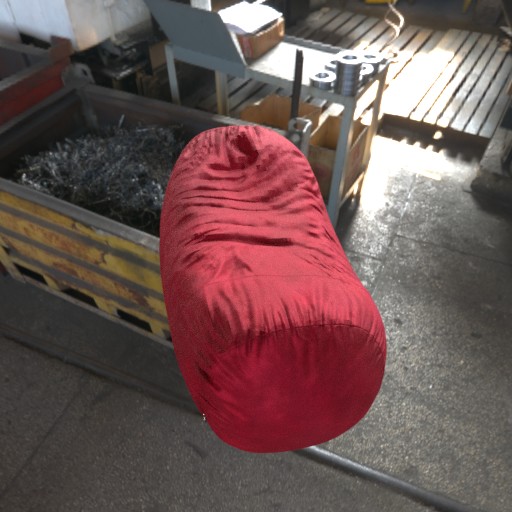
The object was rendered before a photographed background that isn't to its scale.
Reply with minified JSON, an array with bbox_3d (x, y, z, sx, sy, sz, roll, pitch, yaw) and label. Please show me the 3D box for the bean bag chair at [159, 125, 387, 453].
[{"bbox_3d":[0.000,0.000,2.799,1.216,0.867,2.293,-8,47,-8],"label":"bean bag chair"}]
